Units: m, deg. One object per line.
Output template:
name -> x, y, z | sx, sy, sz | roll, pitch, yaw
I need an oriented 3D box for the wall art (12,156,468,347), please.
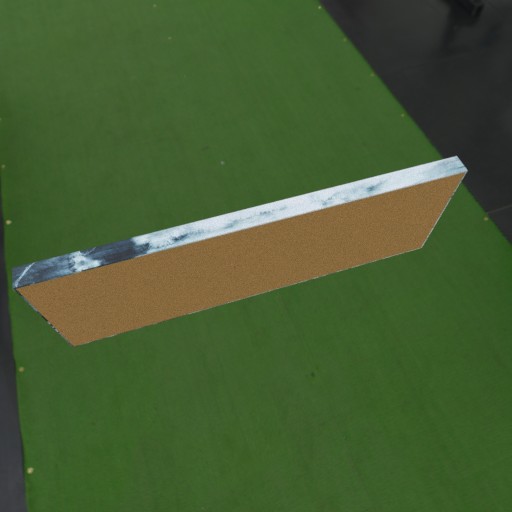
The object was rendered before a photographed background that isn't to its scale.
wall art -> 0.000, 0.000, 0.825 | 0.759, 0.251, 0.037 | -15, 60, -9
